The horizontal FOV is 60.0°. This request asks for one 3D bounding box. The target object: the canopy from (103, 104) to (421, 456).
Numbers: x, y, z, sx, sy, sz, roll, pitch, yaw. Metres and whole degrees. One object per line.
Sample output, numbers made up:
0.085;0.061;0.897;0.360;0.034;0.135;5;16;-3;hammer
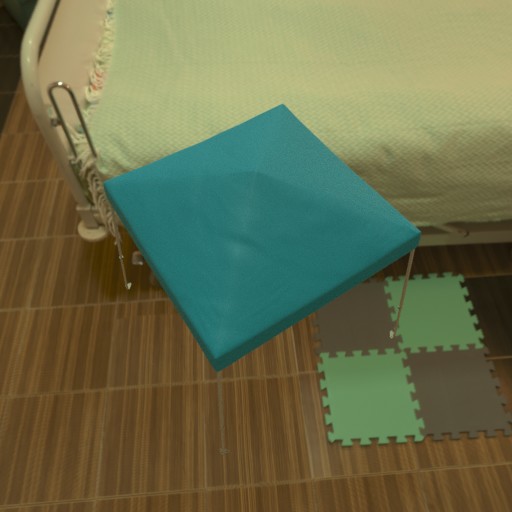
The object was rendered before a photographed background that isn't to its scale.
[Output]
0.000;0.000;6.668;3.599;3.600;3.600;-29;61;-18;canopy
